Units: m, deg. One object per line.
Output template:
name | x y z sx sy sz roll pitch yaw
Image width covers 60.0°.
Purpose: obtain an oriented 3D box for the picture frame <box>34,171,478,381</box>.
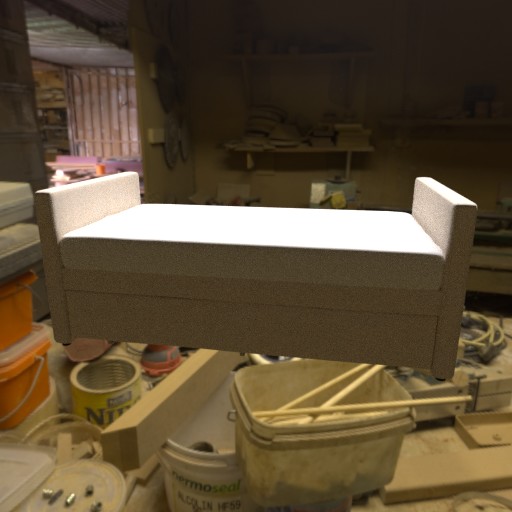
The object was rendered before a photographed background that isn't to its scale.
picture frame | 0.000 0.000 2.729 2.161 0.891 1.069 3 17 10
